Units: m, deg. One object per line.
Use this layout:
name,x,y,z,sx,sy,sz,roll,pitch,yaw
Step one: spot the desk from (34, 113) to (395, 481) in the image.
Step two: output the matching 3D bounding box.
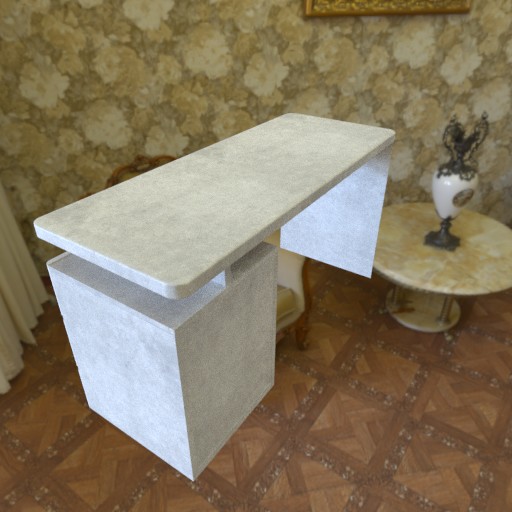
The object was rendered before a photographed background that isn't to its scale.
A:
desk,0.000,0.000,1.763,0.550,0.755,1.400,20,37,28
